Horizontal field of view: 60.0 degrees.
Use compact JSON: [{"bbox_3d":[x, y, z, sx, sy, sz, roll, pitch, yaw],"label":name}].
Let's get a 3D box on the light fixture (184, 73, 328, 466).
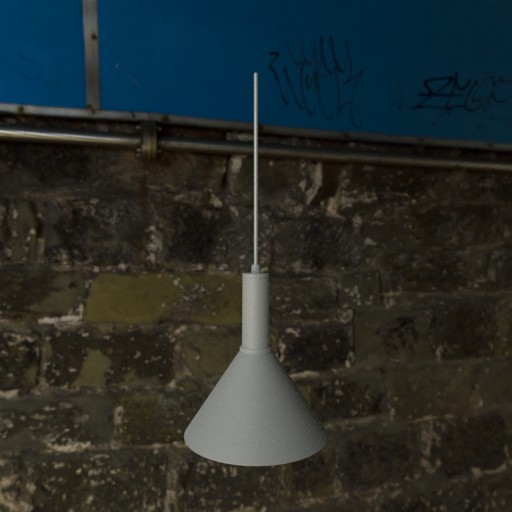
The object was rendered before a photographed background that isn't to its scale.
[{"bbox_3d":[0.000,0.000,0.831,0.267,0.683,0.267,0,0,0],"label":"light fixture"}]
